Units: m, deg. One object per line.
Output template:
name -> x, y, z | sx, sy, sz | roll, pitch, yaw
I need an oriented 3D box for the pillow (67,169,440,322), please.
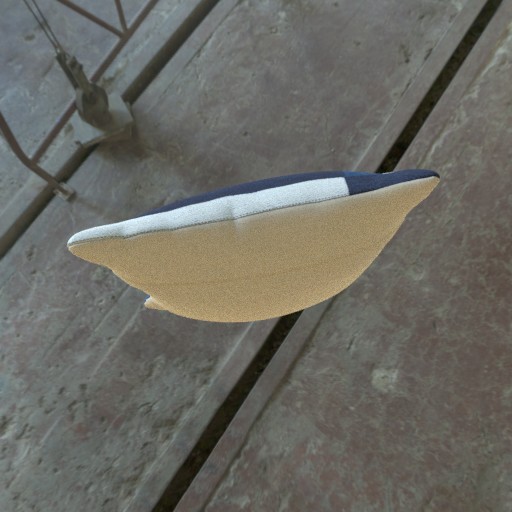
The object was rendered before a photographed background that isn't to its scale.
pillow -> 0.000, 0.000, 0.825 | 0.536, 0.506, 0.229 | -11, 76, -3
